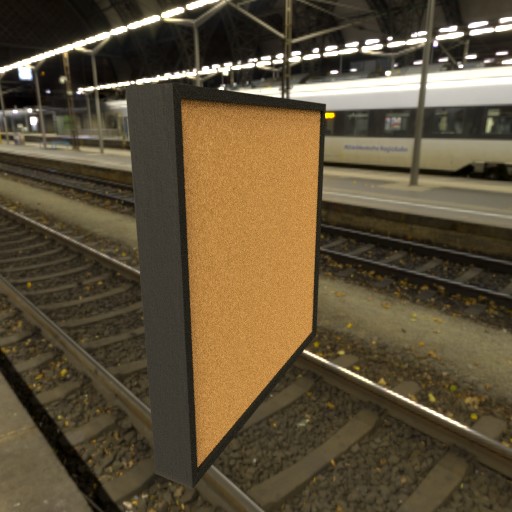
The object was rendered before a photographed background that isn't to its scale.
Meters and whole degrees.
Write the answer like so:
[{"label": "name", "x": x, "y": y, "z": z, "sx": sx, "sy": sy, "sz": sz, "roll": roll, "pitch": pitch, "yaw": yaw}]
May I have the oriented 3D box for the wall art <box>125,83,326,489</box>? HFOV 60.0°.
[{"label": "wall art", "x": 0.000, "y": 0.000, "z": 0.452, "sx": 0.037, "sy": 0.305, "sz": 0.305, "roll": 8, "pitch": 18, "yaw": 25}]
